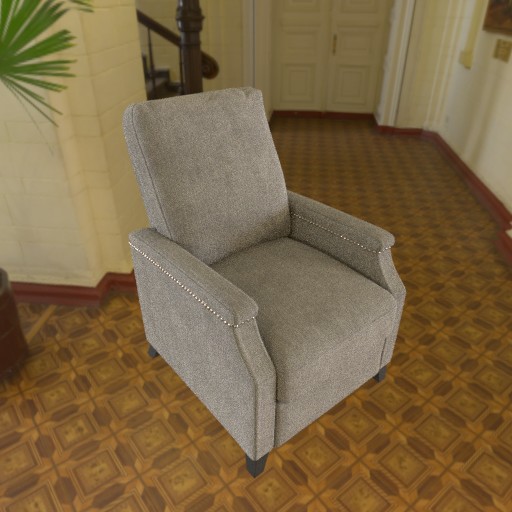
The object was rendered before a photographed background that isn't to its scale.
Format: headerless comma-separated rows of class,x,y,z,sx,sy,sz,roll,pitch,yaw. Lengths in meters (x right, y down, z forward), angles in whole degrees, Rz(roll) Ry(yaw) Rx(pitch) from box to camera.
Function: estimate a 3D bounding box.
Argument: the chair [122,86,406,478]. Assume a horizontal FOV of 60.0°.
chair,0.000,0.000,1.633,0.710,1.049,0.922,-23,38,-33
